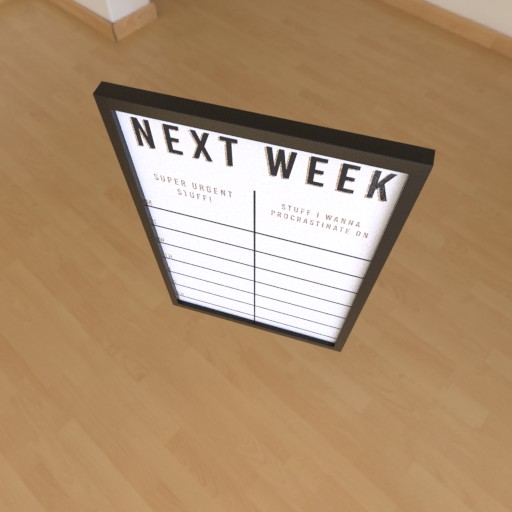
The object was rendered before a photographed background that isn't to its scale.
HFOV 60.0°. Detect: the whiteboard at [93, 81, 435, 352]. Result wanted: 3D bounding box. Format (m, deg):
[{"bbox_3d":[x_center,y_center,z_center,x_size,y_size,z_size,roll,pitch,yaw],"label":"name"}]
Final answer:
[{"bbox_3d":[0.000,0.000,0.774,0.406,0.611,0.026,14,60,9],"label":"whiteboard"}]
